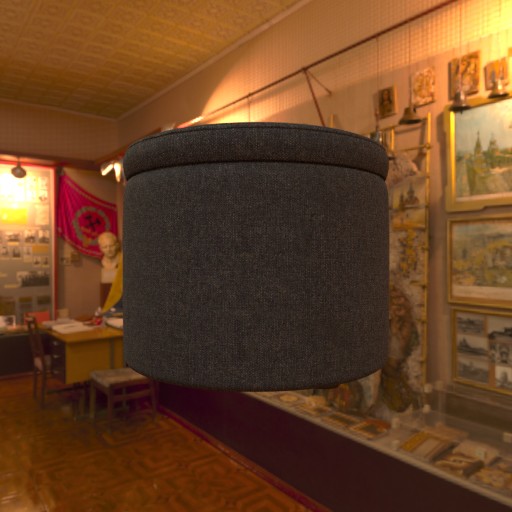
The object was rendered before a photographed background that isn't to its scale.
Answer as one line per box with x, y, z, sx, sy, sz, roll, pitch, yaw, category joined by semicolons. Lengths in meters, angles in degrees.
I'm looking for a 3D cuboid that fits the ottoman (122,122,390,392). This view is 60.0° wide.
0.000;0.000;0.902;0.520;0.430;0.520;0;1;0;ottoman
